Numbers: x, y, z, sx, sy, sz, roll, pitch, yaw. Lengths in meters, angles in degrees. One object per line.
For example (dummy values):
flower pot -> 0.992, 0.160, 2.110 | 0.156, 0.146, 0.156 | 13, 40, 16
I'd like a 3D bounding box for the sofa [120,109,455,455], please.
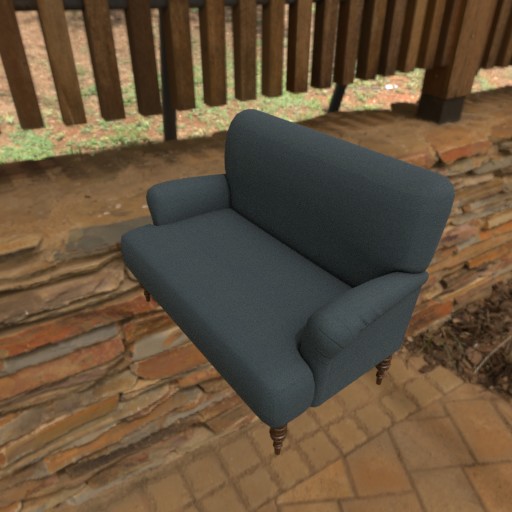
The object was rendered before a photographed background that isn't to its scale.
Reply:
sofa -> 0.000, 0.000, 1.861 | 0.779, 0.889, 1.297 | -21, 38, -30
